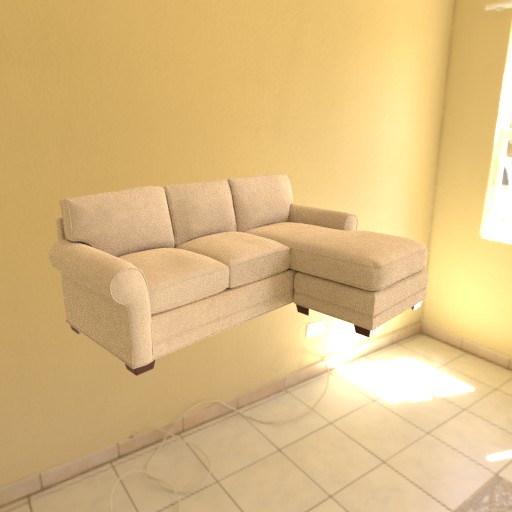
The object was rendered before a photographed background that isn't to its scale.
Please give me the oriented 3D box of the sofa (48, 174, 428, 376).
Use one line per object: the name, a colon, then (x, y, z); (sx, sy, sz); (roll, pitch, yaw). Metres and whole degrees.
sofa: (0.000, 0.000, 2.395); (1.226, 0.734, 1.770); (15, 22, 43)
